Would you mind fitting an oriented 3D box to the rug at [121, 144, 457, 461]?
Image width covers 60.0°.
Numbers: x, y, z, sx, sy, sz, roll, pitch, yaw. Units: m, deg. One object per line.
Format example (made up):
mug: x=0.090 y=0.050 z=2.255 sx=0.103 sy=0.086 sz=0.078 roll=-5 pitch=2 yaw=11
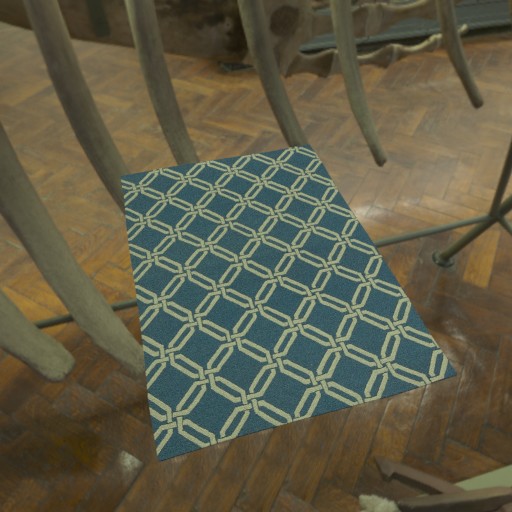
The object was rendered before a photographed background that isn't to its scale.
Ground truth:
rug: x=0.000 y=0.000 z=2.778 sx=1.524 sy=0.013 sz=2.135 roll=-12 pitch=49 yaw=-11
